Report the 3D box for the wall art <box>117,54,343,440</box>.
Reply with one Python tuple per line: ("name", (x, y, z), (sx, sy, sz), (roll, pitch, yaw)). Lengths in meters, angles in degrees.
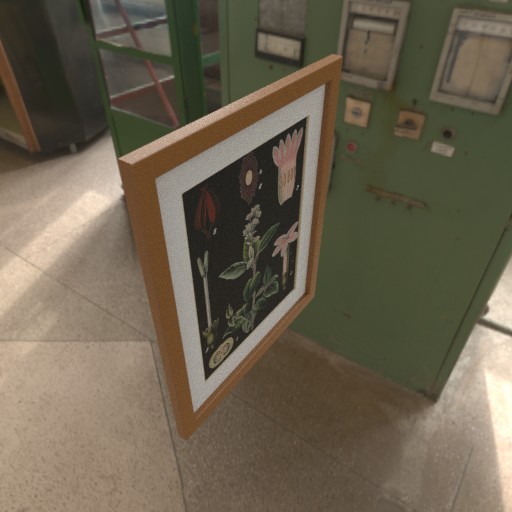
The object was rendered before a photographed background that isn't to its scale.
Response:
("wall art", (0.000, 0.000, 0.758), (0.021, 0.550, 0.449), (25, 46, 27))
